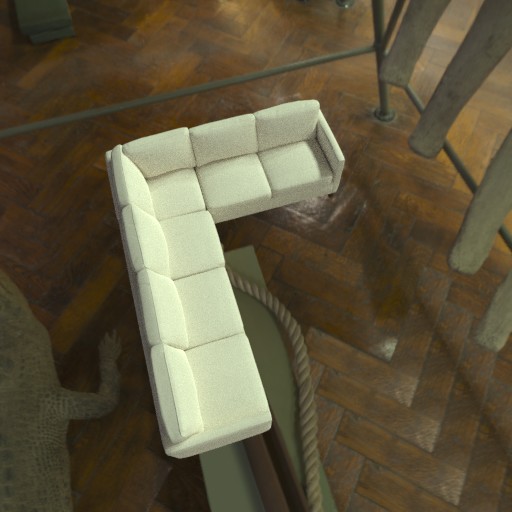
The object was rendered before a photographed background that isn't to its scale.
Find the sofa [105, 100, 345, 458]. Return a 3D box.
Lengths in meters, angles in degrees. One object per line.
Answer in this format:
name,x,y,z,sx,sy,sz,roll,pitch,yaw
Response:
sofa,0.000,0.000,4.644,2.593,0.947,3.302,-15,64,-8
